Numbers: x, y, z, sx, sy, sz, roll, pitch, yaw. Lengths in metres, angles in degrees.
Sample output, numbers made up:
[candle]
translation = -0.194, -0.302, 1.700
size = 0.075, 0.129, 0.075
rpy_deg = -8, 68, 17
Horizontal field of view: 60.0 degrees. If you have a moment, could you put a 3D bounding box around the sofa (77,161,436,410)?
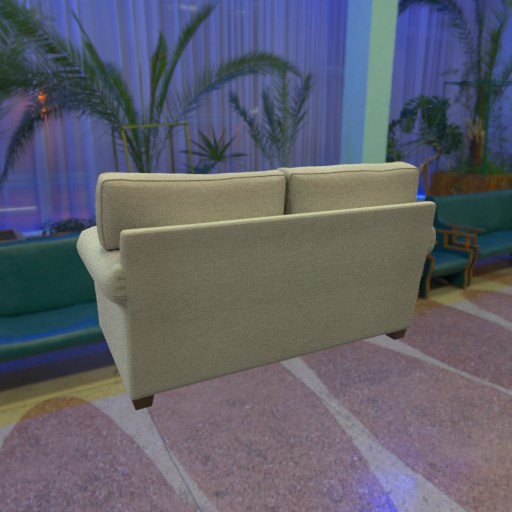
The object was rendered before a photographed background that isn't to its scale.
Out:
[sofa]
translation = 0.000, 0.000, 2.351
size = 1.701, 0.966, 0.966
rpy_deg = -8, 17, -26
